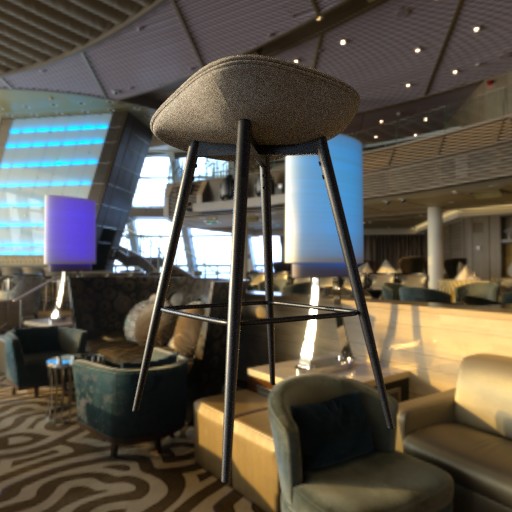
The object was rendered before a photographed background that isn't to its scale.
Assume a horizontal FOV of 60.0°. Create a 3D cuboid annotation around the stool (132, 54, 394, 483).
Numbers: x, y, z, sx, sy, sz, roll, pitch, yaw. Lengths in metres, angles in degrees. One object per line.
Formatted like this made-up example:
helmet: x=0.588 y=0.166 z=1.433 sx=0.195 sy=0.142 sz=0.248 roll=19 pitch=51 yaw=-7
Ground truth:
stool: x=0.000 y=0.000 z=1.116 sx=0.469 sy=0.814 sz=0.480 roll=1 pitch=-2 yaw=-35
